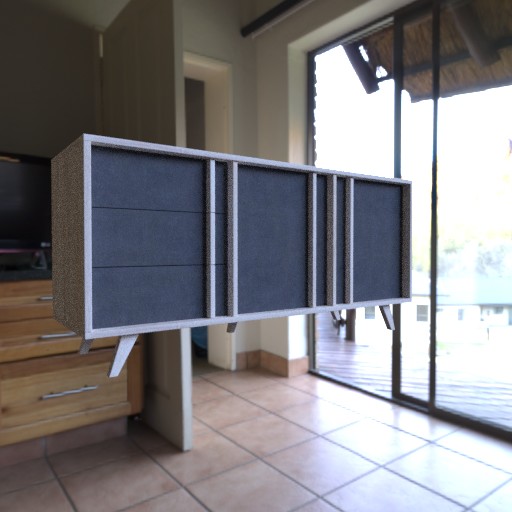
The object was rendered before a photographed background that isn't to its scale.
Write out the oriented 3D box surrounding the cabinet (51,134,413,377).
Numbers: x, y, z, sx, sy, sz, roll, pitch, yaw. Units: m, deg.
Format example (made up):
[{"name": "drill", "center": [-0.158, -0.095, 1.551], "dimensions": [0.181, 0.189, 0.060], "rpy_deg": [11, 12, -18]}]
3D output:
[{"name": "cabinet", "center": [0.000, 0.000, 2.049], "dimensions": [1.650, 0.780, 0.500], "rpy_deg": [-1, 1, -35]}]
